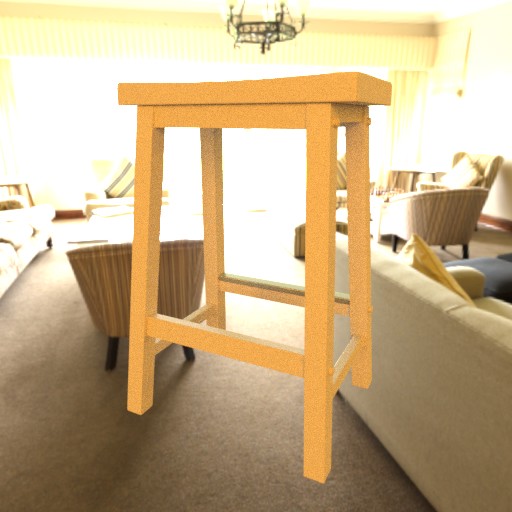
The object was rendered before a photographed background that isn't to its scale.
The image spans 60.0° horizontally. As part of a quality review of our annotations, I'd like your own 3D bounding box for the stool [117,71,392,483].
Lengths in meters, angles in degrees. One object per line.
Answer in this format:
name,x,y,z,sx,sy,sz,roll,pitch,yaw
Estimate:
stool,0.000,0.000,0.833,0.406,0.610,0.322,9,19,26
